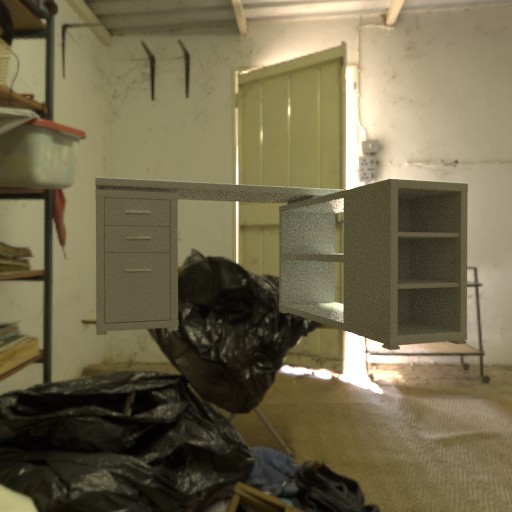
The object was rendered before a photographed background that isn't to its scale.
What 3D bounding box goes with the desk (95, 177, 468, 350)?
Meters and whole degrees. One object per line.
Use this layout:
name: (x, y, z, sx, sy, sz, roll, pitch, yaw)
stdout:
desk: (0.000, 0.000, 2.235, 1.524, 0.753, 1.200, 0, 1, -19)
